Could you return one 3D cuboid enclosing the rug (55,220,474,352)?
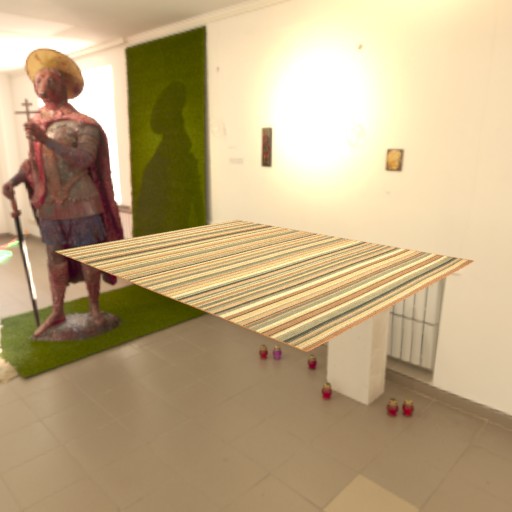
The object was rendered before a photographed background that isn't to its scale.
[{"bbox_3d":[0.000,0.000,4.099,3.045,0.011,2.436,14,20,42],"label":"rug"}]
